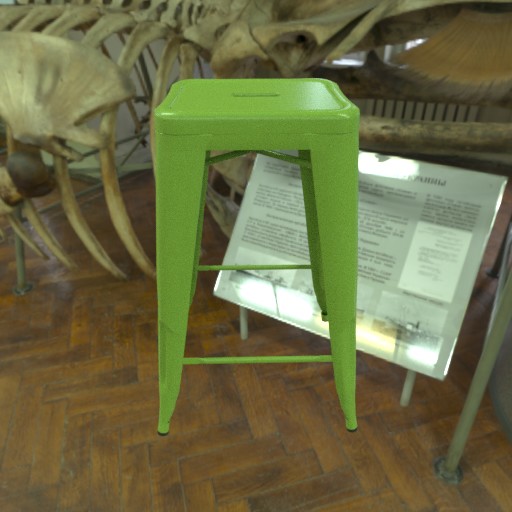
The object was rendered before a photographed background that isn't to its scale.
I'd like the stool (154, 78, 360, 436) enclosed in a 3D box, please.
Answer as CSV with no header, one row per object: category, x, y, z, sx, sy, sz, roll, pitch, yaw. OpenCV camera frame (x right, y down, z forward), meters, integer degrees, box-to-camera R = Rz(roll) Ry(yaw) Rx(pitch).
stool,0.000,0.000,0.863,0.398,0.609,0.358,-1,32,-1
